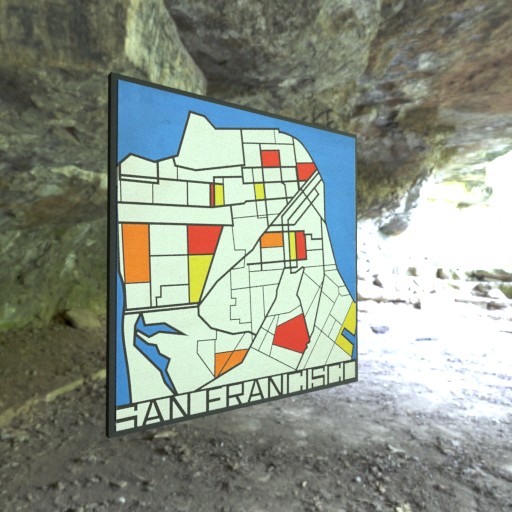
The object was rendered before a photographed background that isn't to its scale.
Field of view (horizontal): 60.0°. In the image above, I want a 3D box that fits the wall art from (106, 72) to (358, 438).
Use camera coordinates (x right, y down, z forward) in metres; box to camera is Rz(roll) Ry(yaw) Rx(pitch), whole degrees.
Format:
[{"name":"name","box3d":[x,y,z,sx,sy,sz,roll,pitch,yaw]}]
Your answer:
[{"name":"wall art","box3d":[0.000,0.000,0.691,0.458,0.457,0.013,1,-1,-36]}]
